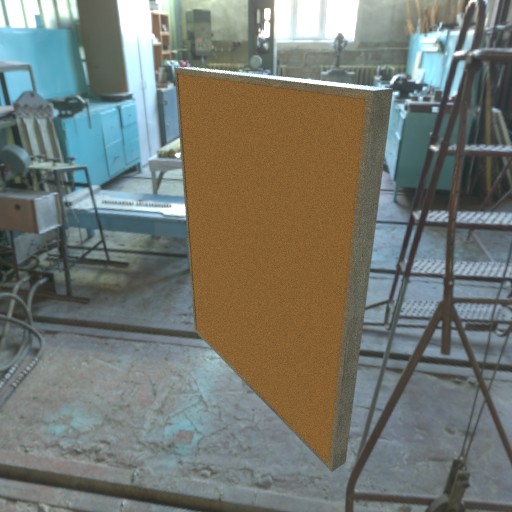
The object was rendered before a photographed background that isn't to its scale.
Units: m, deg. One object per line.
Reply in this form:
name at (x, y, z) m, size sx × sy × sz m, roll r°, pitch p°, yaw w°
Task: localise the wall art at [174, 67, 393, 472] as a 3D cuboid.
wall art at (0.000, 0.000, 0.689) m, size 0.032 × 0.521 × 0.421 m, roll -17°, pitch 31°, yaw -31°
